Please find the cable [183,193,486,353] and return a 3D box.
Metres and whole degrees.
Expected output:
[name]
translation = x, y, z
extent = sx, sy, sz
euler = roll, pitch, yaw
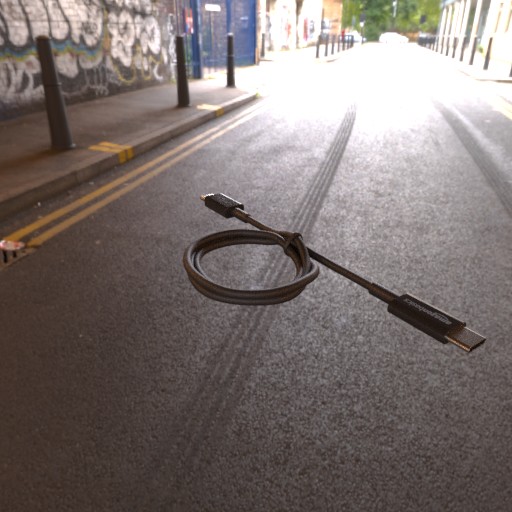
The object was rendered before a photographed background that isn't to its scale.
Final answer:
[cable]
translation = 0.000, 0.000, 0.209
extent = 0.070, 0.014, 0.192
euler = -18, 32, -31
